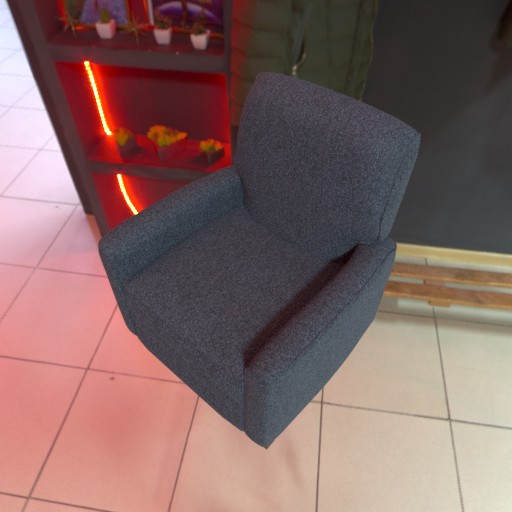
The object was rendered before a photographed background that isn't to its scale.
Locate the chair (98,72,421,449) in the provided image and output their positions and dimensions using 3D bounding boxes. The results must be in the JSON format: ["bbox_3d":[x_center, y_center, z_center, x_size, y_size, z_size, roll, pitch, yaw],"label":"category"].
[{"bbox_3d":[0.000,0.000,1.642,0.839,1.016,0.850,33,55,27],"label":"chair"}]
